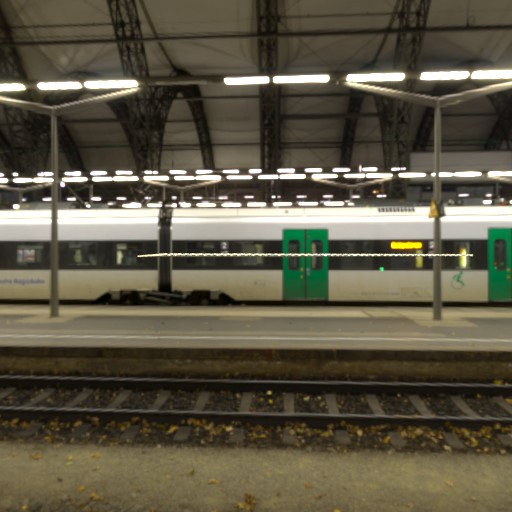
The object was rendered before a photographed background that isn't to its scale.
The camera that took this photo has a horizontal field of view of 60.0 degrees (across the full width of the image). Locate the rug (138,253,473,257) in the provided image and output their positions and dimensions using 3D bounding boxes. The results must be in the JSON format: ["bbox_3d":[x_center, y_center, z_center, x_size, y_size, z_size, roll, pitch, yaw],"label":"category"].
[{"bbox_3d":[0.000,0.000,3.160,1.524,0.010,2.438,0,0,-18],"label":"rug"}]
